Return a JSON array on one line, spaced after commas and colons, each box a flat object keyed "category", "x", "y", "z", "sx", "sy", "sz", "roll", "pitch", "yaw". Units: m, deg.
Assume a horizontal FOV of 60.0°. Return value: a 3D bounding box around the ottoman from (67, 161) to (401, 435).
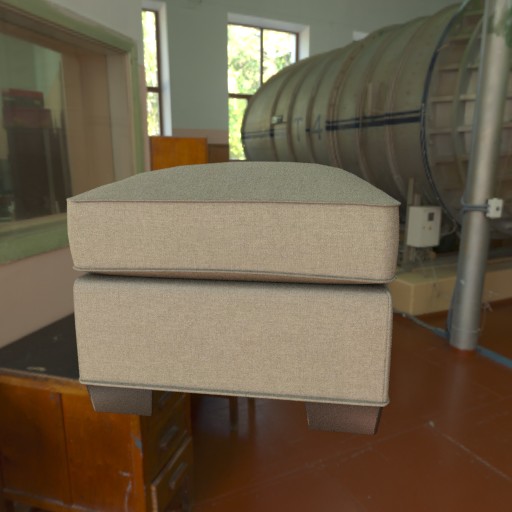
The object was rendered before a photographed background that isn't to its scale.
[{"category": "ottoman", "x": 0.000, "y": 0.000, "z": 1.217, "sx": 0.619, "sy": 0.504, "sz": 0.843, "roll": 2, "pitch": 13, "yaw": 8}]
